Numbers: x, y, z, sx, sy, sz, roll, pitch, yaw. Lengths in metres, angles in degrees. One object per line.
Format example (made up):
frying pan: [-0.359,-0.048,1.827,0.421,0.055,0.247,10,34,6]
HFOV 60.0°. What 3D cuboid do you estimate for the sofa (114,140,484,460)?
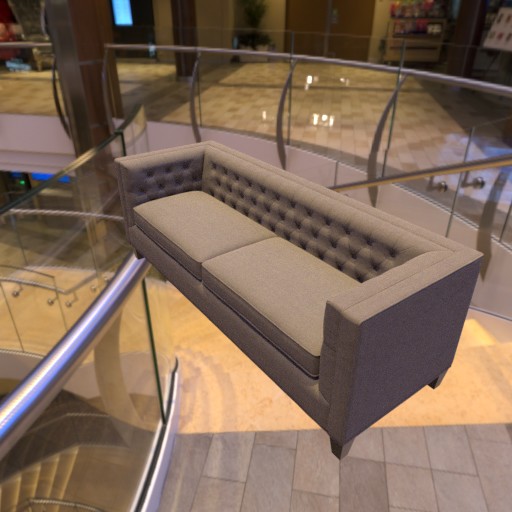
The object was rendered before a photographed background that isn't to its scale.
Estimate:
sofa: [0.000,0.000,2.572,0.775,0.762,2.159,-20,35,-31]
